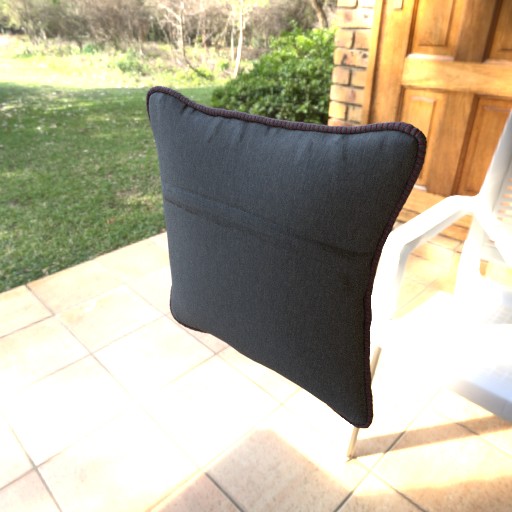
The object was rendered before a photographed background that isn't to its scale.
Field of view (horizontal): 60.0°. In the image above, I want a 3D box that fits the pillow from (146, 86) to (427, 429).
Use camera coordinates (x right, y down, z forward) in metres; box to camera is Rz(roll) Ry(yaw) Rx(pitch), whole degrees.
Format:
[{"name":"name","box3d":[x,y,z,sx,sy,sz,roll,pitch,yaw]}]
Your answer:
[{"name":"pillow","box3d":[0.000,0.000,0.727,0.482,0.491,0.124,22,36,34]}]
